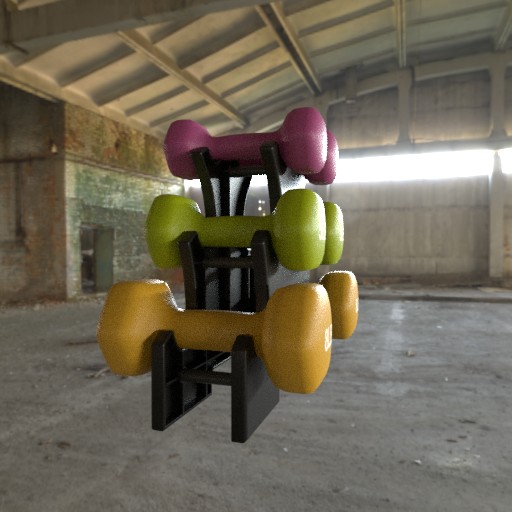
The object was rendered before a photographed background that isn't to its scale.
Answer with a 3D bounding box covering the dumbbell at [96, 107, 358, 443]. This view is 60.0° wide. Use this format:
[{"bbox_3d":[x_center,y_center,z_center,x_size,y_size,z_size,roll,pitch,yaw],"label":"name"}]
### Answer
[{"bbox_3d":[0.000,0.000,0.468,0.190,0.271,0.300,0,1,19],"label":"dumbbell"}]
